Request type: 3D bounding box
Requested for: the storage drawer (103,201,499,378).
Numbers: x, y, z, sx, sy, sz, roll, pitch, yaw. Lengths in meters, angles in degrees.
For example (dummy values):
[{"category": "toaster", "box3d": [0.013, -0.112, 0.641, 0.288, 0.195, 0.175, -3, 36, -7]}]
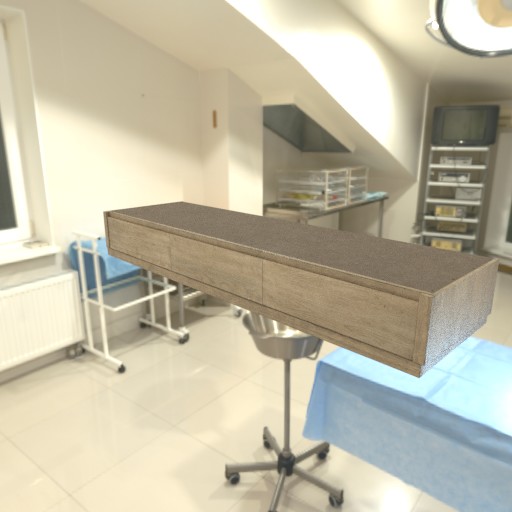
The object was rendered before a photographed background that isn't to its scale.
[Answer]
[{"category": "storage drawer", "box3d": [0.000, 0.000, 2.255, 0.591, 0.274, 2.072, -15, 22, -43]}]
